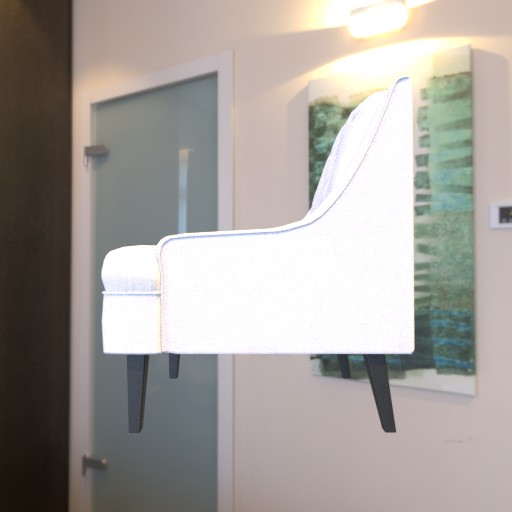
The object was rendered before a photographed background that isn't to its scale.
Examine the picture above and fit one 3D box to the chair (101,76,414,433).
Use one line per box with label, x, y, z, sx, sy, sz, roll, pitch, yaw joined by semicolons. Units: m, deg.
chair;0.000;0.000;1.386;0.772;0.891;0.658;0;-1;0
